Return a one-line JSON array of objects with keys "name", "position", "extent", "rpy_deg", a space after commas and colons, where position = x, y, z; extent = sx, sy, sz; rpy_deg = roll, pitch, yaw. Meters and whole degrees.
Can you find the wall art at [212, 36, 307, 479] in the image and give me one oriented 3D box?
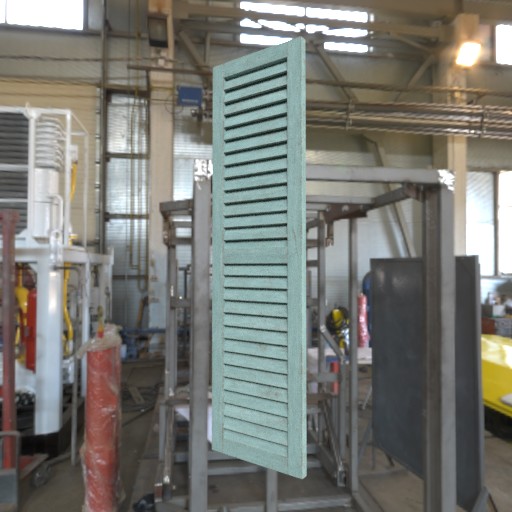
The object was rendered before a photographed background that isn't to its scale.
[{"name": "wall art", "position": [0.000, 0.000, 1.325], "extent": [0.329, 1.219, 0.025], "rpy_deg": [-1, -2, 36]}]
